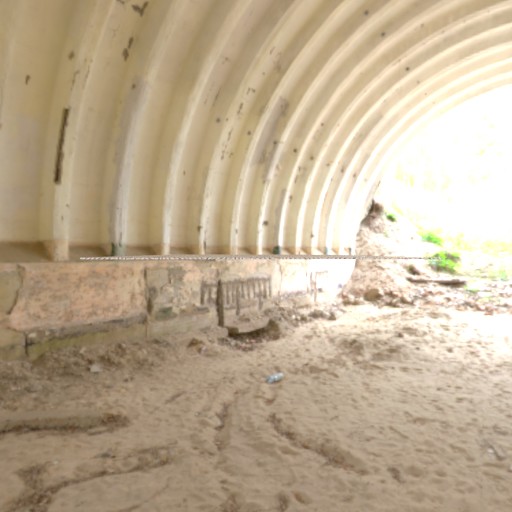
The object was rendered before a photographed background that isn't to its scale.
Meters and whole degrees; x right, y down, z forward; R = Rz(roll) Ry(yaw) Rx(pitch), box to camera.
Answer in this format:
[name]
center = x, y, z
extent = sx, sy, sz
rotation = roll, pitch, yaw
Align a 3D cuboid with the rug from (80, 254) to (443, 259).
[rug]
center = 0.000, 0.000, 3.062
extent = 1.519, 0.007, 2.428
rotation = 0, 0, -2
